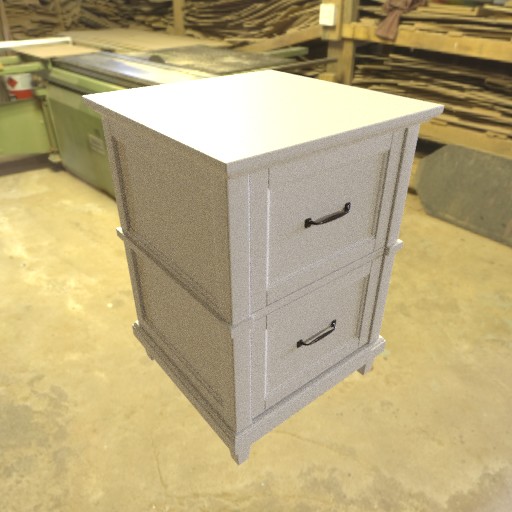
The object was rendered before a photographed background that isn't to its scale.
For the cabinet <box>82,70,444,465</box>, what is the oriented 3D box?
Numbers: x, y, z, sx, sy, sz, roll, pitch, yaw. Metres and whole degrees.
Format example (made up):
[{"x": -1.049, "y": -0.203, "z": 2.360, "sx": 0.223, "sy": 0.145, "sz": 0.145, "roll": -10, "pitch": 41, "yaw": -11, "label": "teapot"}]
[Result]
[{"x": 0.000, "y": 0.000, "z": 1.140, "sx": 0.544, "sy": 0.775, "sz": 0.547, "roll": -23, "pitch": 38, "yaw": -32, "label": "cabinet"}]
